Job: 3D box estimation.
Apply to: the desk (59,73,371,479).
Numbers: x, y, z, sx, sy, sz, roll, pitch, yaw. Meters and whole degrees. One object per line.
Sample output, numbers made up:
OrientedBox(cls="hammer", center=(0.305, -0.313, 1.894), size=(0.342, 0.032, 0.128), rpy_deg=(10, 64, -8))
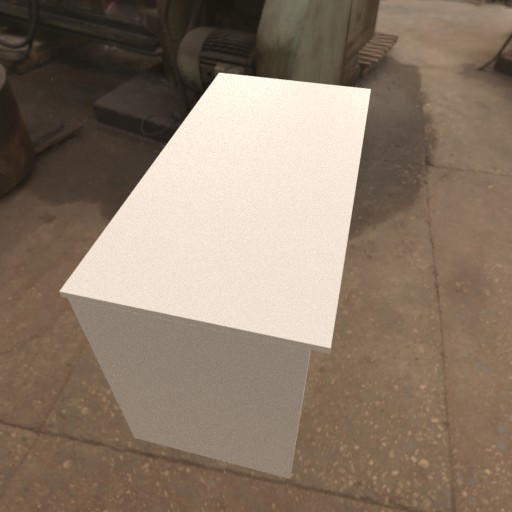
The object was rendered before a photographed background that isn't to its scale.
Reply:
OrientedBox(cls="desk", center=(0.000, 0.000, 1.499), size=(0.560, 0.735, 1.097), rpy_deg=(10, 46, 10))
